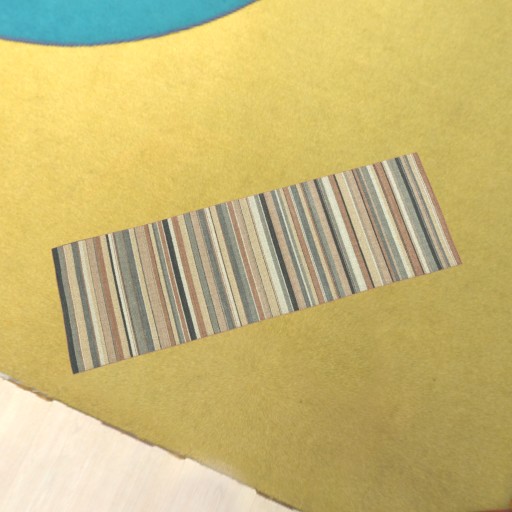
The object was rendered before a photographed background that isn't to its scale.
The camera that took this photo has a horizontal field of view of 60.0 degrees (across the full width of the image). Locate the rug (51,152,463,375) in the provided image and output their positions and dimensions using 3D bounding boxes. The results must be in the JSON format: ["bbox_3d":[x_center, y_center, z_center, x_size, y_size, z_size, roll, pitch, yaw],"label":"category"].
[{"bbox_3d":[0.000,0.000,2.753,2.444,0.010,0.799,-15,76,-4],"label":"rug"}]
